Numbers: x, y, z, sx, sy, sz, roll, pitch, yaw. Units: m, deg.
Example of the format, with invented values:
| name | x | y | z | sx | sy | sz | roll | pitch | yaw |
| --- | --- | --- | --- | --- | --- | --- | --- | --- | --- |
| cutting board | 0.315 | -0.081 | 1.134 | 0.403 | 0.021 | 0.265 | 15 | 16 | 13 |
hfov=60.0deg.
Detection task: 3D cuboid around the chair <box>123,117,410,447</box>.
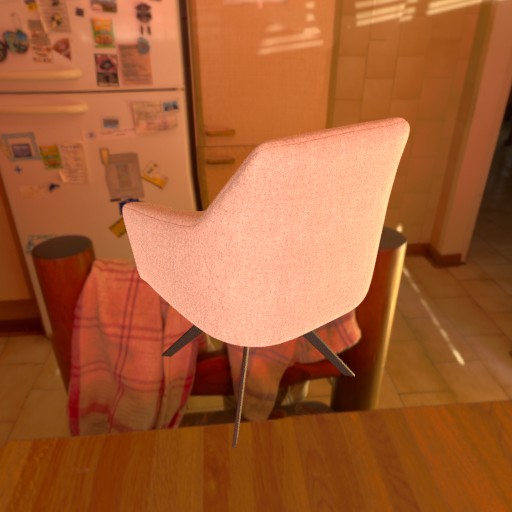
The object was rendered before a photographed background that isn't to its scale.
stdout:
| name | x | y | z | sx | sy | sz | roll | pitch | yaw |
| --- | --- | --- | --- | --- | --- | --- | --- | --- | --- |
| chair | 0.000 | 0.000 | 1.341 | 0.642 | 0.874 | 0.677 | -19 | 34 | -31 |
